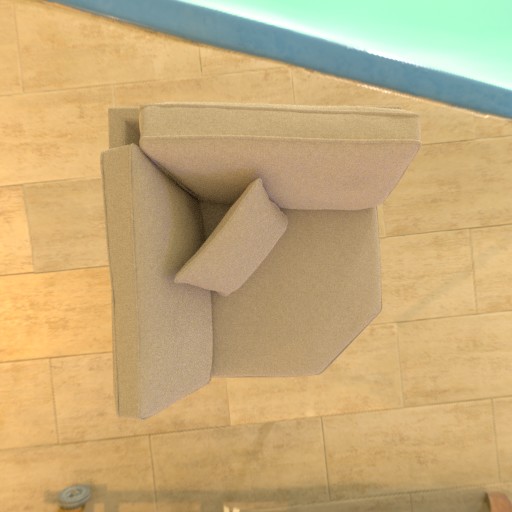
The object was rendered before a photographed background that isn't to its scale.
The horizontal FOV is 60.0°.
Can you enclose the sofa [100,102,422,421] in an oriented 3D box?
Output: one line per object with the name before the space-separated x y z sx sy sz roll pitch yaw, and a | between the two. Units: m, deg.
sofa | 0.000 0.000 1.826 1.042 0.937 1.050 0 91 -1
